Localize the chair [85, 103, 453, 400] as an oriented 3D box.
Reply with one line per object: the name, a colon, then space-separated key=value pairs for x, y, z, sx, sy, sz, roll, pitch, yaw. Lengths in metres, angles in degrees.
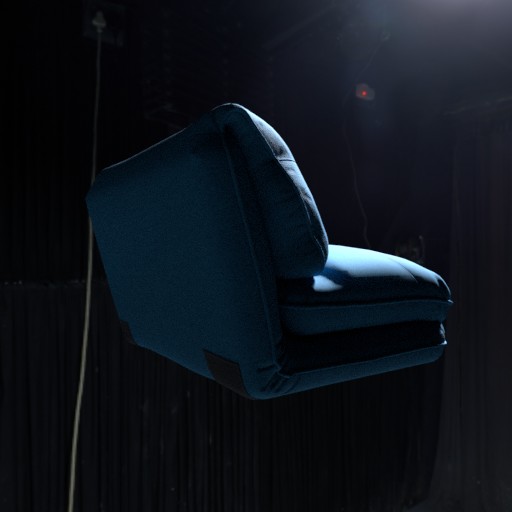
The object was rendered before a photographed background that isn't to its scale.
chair: x=0.000 y=0.000 z=1.296 sx=0.780 sy=0.580 sz=0.820 roll=0 pitch=0 yaw=-35
